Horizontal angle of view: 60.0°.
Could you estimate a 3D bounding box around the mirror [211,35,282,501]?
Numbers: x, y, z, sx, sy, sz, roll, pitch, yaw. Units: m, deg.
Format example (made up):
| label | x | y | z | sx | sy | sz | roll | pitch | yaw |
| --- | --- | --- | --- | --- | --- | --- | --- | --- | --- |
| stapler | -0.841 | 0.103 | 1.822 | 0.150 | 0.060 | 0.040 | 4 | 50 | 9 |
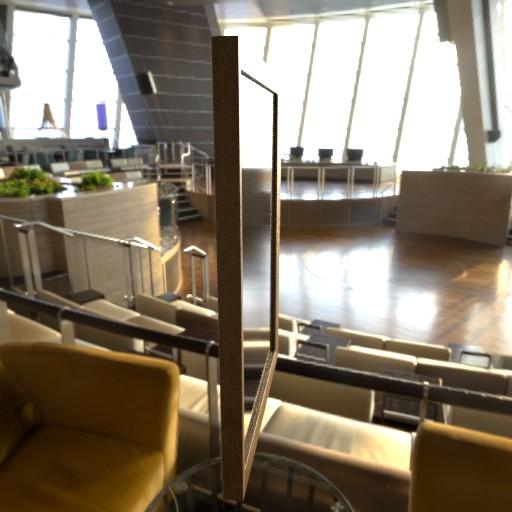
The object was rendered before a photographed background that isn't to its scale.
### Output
| label | x | y | z | sx | sy | sz | roll | pitch | yaw |
| --- | --- | --- | --- | --- | --- | --- | --- | --- | --- |
| mirror | 0.000 | 0.000 | 0.887 | 0.040 | 0.710 | 0.507 | 3 | 16 | 9 |
